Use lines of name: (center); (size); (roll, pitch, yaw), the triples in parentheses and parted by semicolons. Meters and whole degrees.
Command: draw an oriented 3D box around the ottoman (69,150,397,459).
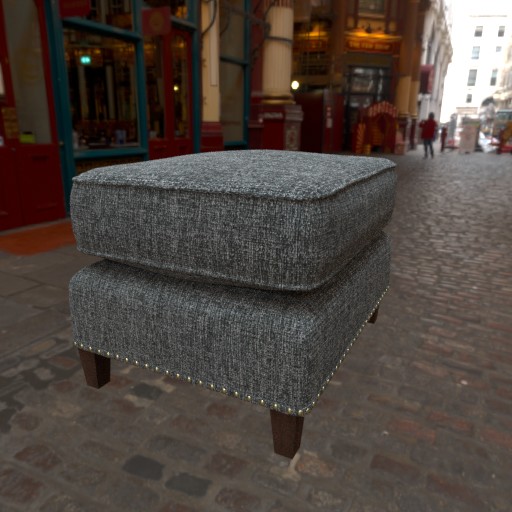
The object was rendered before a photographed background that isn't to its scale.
ottoman: (0.000, 0.000, 1.153); (0.589, 0.537, 0.738); (9, 19, 26)
